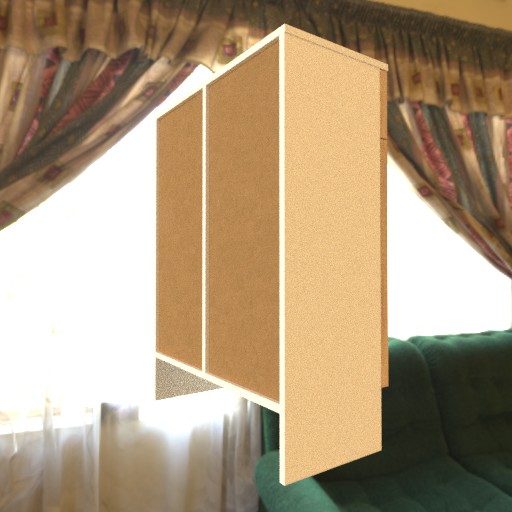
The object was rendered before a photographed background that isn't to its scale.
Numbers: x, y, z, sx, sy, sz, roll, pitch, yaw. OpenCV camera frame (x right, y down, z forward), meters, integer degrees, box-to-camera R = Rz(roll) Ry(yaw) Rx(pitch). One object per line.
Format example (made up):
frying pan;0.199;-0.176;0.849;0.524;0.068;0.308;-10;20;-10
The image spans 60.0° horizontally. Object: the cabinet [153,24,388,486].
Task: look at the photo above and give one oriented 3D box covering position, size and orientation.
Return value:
cabinet;0.000;0.000;1.111;0.296;0.815;0.600;1;-1;-35
